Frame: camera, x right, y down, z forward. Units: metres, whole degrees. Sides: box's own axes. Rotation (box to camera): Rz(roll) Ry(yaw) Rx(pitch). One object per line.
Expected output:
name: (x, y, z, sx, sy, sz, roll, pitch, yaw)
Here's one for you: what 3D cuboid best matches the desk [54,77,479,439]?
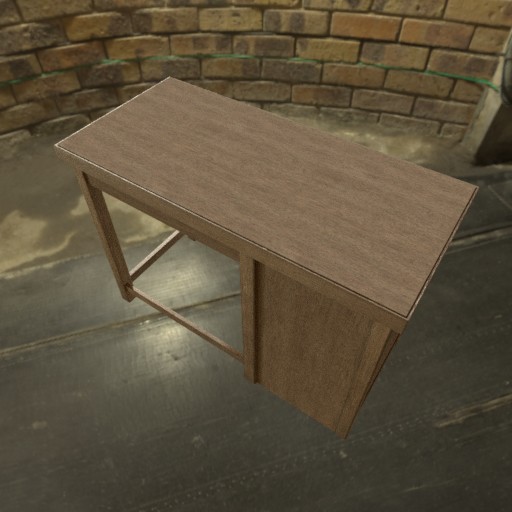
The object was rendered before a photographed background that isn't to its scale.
desk: (0.000, 0.000, 1.805, 1.289, 0.912, 0.610, 27, 54, 22)
